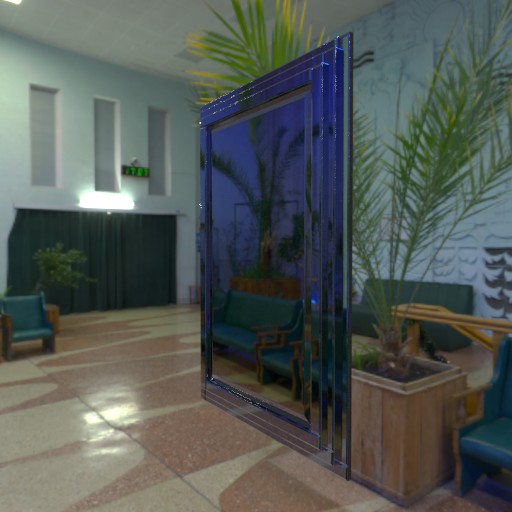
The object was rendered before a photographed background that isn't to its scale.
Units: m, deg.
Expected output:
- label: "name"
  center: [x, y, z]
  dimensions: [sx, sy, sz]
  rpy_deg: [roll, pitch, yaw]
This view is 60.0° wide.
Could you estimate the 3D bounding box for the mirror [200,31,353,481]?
- label: "mirror"
  center: [0.000, 0.000, 1.141]
  dimensions: [0.039, 0.914, 0.613]
  rpy_deg: [-1, 2, -36]
